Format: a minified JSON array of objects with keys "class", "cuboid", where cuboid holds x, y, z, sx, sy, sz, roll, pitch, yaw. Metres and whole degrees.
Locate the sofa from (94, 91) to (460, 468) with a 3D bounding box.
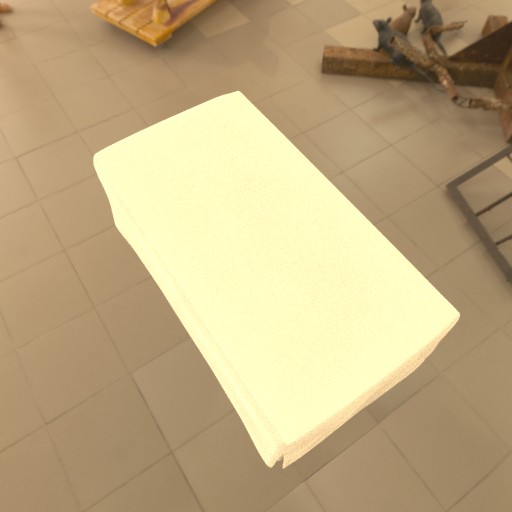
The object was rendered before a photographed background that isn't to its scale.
[{"class":"sofa","cuboid":[0.000,0.000,2.164,0.939,0.552,1.677,-30,64,-17]}]
